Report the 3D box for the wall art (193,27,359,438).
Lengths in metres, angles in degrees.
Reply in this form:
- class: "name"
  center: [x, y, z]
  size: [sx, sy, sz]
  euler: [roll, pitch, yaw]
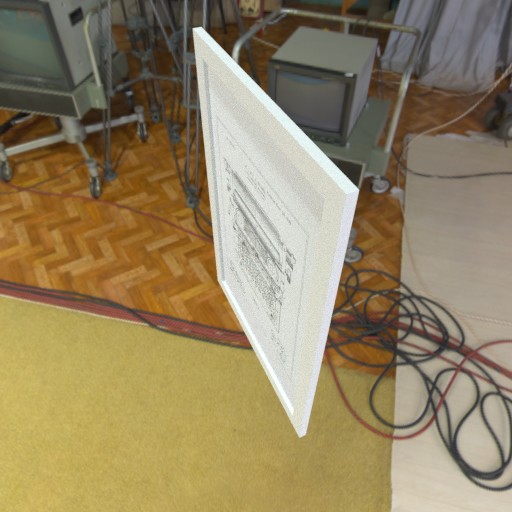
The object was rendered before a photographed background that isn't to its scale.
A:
- class: "wall art"
  center: [0.000, 0.000, 0.676]
  size: [0.013, 0.533, 0.381]
  euler: [-19, 50, -16]
